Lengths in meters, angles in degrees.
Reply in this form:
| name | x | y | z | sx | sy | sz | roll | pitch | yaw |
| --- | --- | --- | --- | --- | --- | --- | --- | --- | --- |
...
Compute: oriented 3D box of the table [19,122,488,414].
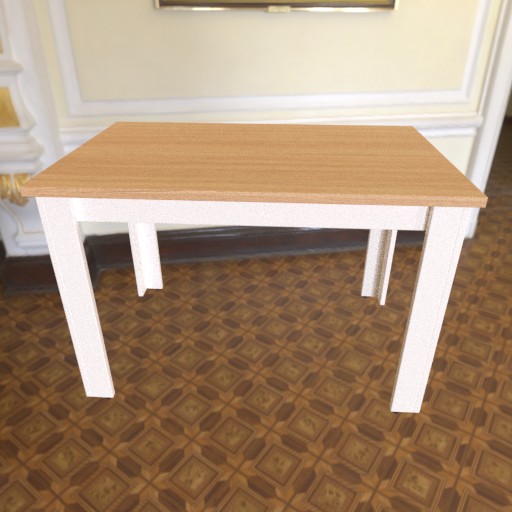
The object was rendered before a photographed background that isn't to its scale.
| name | x | y | z | sx | sy | sz | roll | pitch | yaw |
| --- | --- | --- | --- | --- | --- | --- | --- | --- | --- |
| table | 0.000 | 0.000 | 1.519 | 1.100 | 0.734 | 0.700 | 2 | 29 | 3 |
